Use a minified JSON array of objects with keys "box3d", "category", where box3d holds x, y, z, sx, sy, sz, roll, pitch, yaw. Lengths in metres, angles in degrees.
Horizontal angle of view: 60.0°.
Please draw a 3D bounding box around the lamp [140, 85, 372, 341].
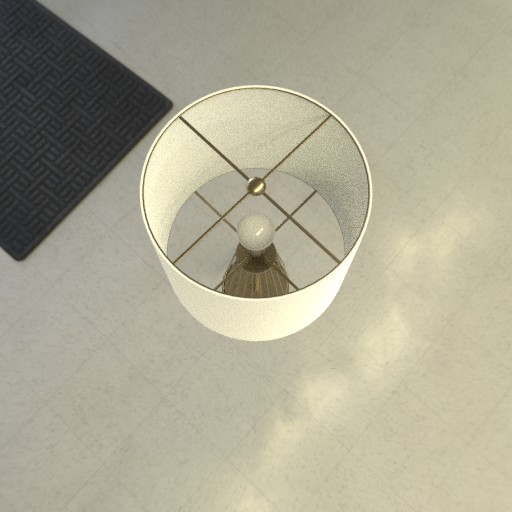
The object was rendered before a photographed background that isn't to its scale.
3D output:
[{"box3d":[0.000,0.000,0.785,0.303,0.618,0.303,0,75,0],"category":"lamp"}]
